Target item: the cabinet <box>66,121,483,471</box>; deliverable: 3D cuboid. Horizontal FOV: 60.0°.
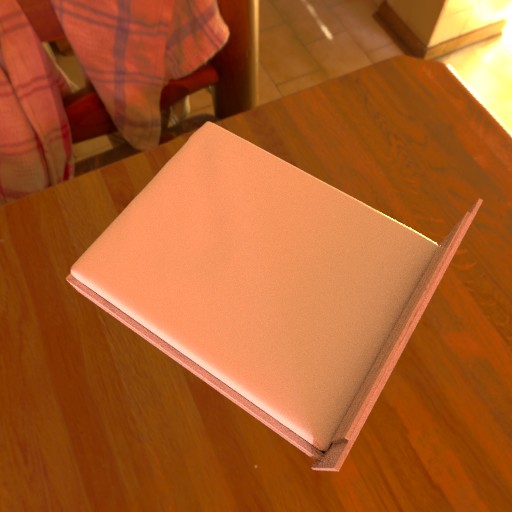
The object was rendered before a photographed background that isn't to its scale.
[{"bbox_3d":[0.000,0.000,2.998,2.080,0.970,1.750,31,68,14],"label":"cabinet"}]
